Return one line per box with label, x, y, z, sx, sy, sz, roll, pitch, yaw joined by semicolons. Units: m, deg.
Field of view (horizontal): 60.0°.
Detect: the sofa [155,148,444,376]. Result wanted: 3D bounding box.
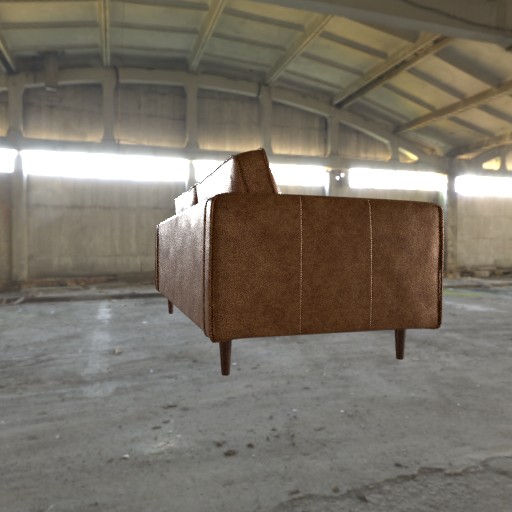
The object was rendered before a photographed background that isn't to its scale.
sofa;0.000;0.000;2.446;0.924;0.825;1.920;0;1;-18
